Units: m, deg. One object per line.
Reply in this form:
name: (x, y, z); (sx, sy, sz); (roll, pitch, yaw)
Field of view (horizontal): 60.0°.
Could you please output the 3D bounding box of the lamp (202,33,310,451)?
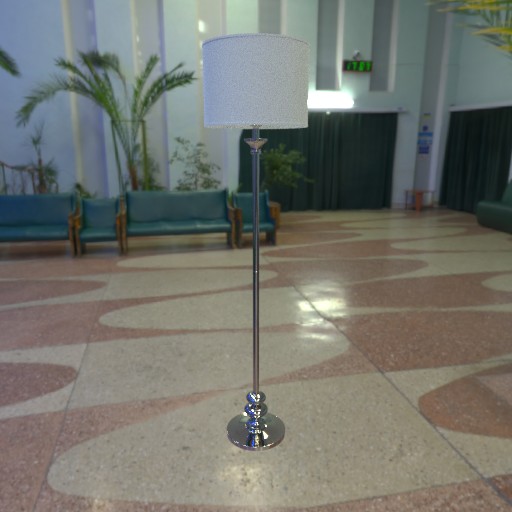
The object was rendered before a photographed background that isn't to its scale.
lamp: (0.000, 0.000, 1.644); (0.356, 1.487, 0.356); (-2, 14, -9)
